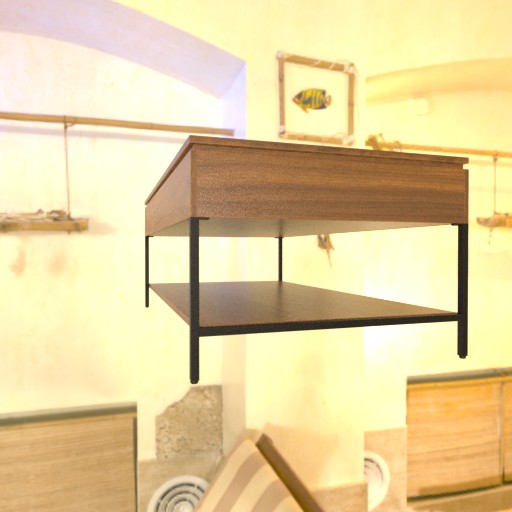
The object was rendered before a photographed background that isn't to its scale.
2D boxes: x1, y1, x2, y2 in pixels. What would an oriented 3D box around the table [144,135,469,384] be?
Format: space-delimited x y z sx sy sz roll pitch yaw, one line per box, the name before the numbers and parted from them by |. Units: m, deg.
table | 0.000 0.000 1.324 0.574 0.414 1.057 0 1 -18
